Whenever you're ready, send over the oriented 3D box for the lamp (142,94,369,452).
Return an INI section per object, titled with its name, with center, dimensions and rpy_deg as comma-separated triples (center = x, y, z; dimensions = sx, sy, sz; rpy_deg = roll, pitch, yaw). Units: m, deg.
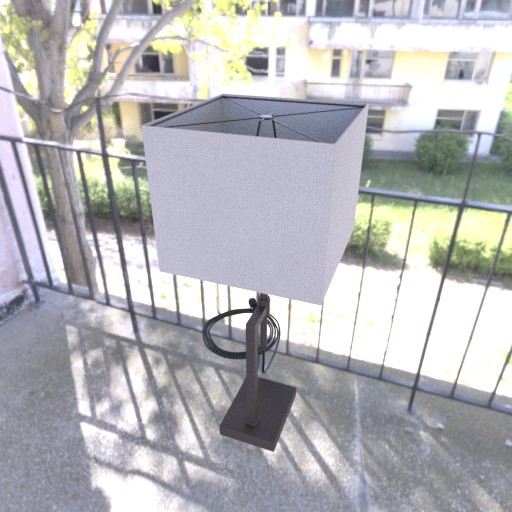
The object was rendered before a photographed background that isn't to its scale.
[lamp]
center = 0.000, 0.000, 0.972
dimensions = 0.399, 0.660, 0.504
rpy_deg = 11, 31, 18
